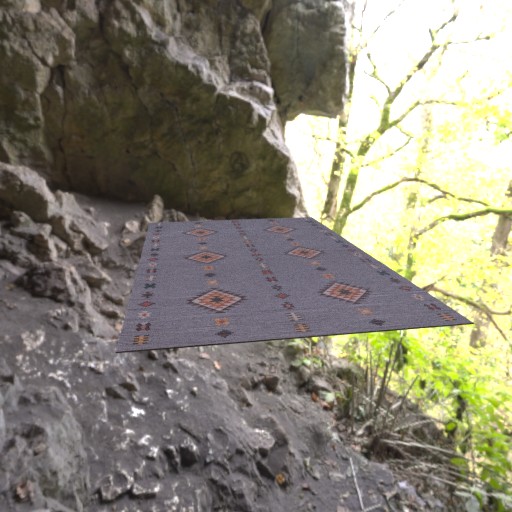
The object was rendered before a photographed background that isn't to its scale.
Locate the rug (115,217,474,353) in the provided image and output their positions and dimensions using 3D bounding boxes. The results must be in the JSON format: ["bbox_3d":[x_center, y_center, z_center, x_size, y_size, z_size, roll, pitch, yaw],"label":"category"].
[{"bbox_3d":[0.000,0.000,2.962,1.515,0.007,2.427,-3,16,-10],"label":"rug"}]
